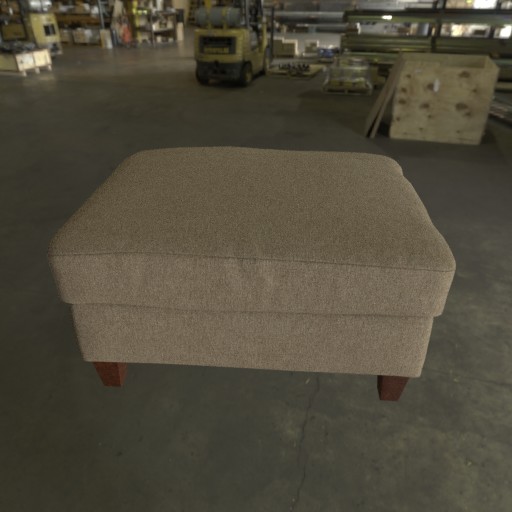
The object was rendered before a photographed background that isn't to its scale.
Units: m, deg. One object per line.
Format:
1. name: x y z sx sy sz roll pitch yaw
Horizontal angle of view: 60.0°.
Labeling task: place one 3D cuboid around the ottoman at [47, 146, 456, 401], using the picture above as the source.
1. ottoman: 0.000 0.000 1.304 0.889 0.511 0.692 2 31 3
